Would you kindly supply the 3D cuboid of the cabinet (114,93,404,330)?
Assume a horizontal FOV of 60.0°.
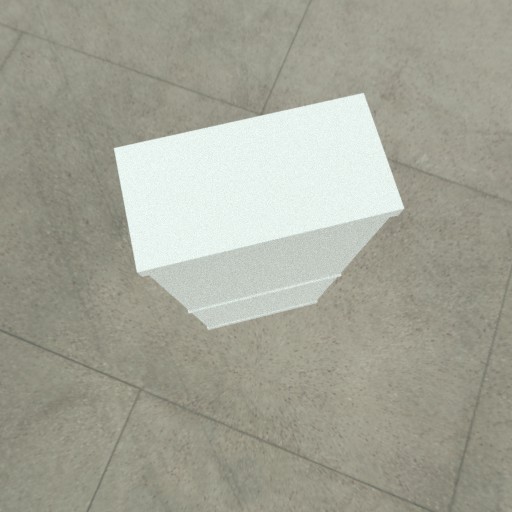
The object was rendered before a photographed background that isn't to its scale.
[{"bbox_3d":[0.000,0.000,2.141,0.754,1.829,0.390,-14,76,-3],"label":"cabinet"}]
